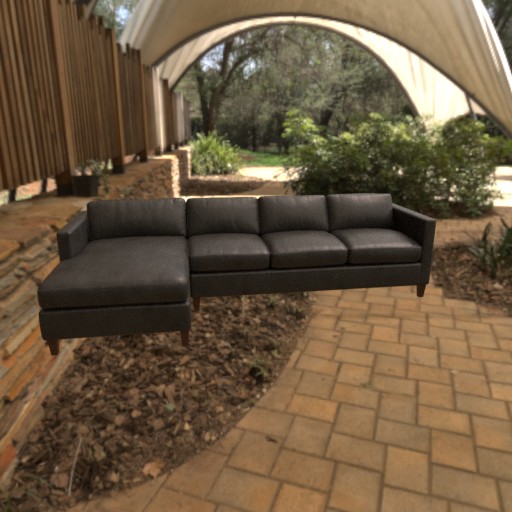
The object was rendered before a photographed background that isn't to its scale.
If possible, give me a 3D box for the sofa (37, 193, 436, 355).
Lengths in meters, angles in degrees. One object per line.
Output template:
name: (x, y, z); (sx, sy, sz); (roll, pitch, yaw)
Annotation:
sofa: (0.000, 0.000, 3.894); (3.203, 0.883, 1.581); (-3, 17, -9)
